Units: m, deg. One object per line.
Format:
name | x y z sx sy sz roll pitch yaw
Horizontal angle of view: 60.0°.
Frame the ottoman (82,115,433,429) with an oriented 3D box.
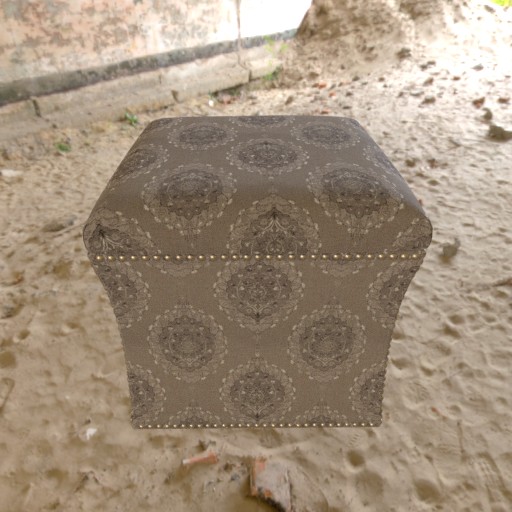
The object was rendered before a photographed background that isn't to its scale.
ottoman | 0.000 0.000 0.901 0.497 0.473 0.507 0 32 0
